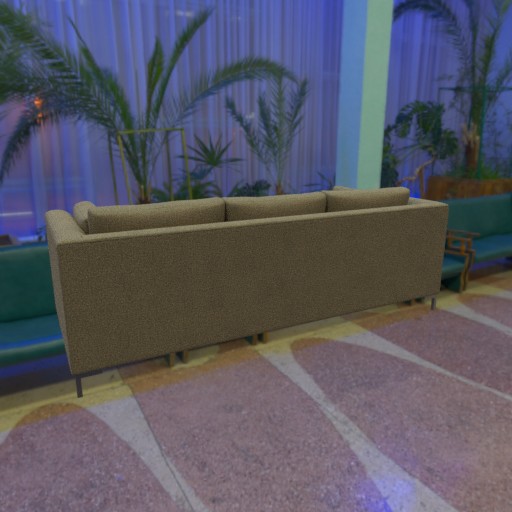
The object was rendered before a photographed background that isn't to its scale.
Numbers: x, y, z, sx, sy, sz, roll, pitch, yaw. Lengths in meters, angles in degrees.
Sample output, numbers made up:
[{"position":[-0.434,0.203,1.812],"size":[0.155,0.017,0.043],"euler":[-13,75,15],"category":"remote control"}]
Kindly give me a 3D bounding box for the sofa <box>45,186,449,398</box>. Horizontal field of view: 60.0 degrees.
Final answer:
[{"position":[0.000,0.000,2.908],"size":[2.415,0.867,0.969],"euler":[-8,17,-27],"category":"sofa"}]
